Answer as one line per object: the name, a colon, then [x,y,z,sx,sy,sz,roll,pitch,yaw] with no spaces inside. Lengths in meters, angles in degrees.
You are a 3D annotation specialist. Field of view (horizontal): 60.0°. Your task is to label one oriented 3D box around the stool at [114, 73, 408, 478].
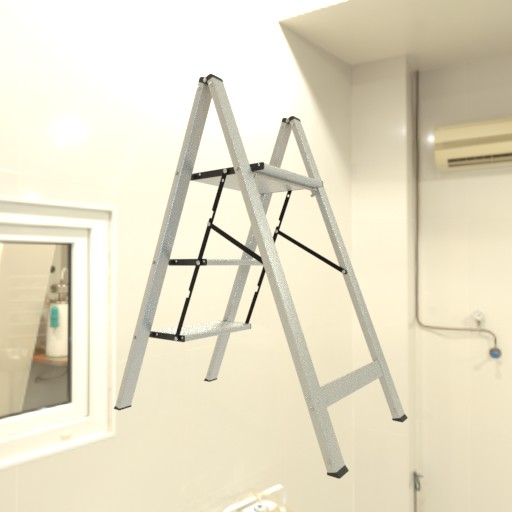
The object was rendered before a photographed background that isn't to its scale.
stool: [0.000,0.000,1.281,0.730,0.902,0.441,-1,-1,36]
